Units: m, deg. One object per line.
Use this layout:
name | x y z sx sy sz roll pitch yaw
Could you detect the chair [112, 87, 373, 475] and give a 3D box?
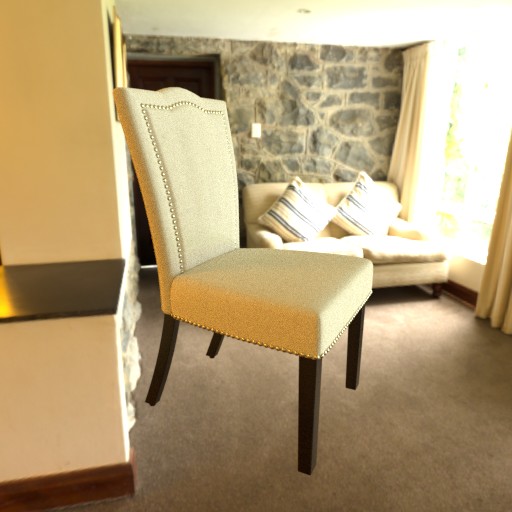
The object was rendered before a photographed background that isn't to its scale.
chair | 0.000 0.000 1.291 0.589 0.946 0.518 7 17 26
